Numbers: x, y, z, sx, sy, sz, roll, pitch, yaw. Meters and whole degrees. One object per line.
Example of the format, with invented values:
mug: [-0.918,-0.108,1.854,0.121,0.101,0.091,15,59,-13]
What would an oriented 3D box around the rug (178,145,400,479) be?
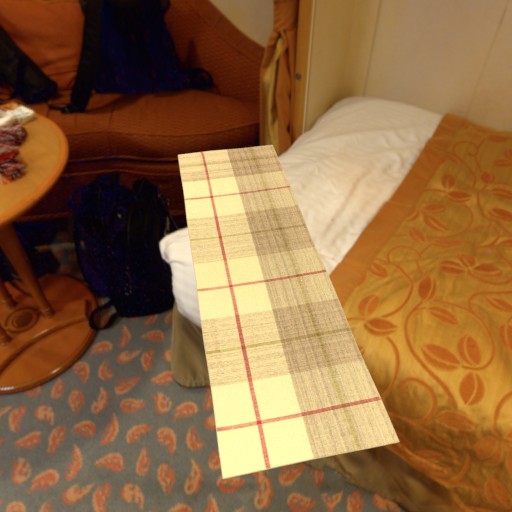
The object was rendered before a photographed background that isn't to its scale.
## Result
rug: [0.000,0.000,2.681,0.762,0.013,2.439,-8,46,-8]
